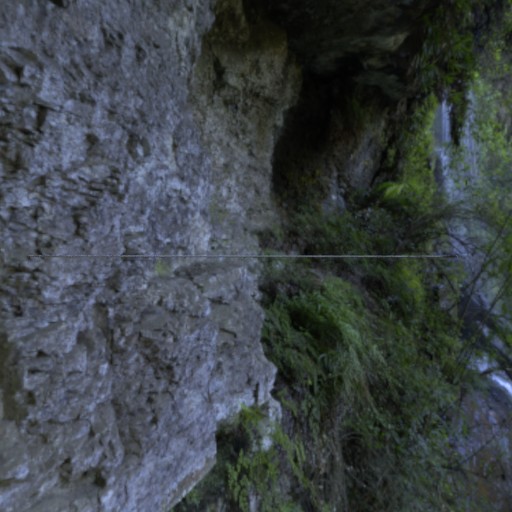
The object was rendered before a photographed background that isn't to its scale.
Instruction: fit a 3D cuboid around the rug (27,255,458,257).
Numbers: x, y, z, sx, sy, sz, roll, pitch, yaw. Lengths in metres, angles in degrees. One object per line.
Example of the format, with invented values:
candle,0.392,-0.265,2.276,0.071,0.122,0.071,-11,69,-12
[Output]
rug,0.000,0.000,3.850,3.040,0.017,2.030,0,0,19
